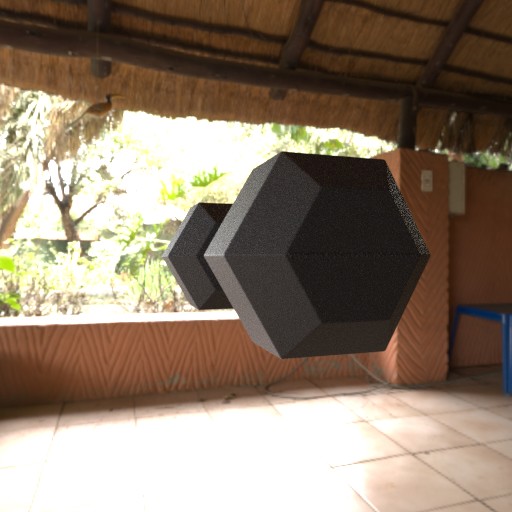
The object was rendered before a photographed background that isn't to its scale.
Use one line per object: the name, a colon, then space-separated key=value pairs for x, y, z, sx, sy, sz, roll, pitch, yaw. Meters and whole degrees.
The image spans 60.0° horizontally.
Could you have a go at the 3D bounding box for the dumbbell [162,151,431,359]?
dumbbell: x=0.000 y=0.000 z=0.346 sx=0.116 sy=0.101 sz=0.297 roll=0 pitch=0 yaw=-18
